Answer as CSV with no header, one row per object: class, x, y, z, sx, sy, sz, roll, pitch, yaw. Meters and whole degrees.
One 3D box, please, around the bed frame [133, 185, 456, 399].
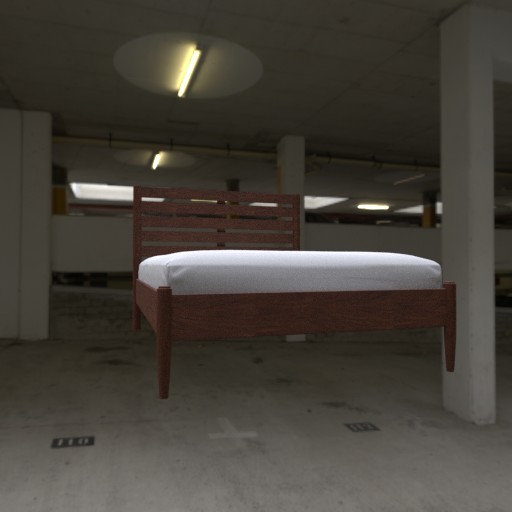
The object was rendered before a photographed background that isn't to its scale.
bed frame,0.000,0.000,3.276,1.655,1.321,2.234,0,-1,-18
